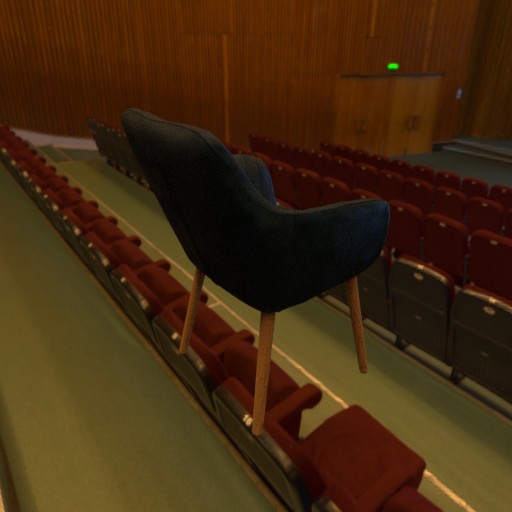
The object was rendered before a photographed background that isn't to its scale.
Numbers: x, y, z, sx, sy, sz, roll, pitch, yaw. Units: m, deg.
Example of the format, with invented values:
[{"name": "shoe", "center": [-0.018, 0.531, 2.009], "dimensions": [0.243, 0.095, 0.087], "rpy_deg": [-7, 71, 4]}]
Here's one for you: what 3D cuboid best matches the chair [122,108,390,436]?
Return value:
[{"name": "chair", "center": [0.000, 0.000, 1.275], "dimensions": [0.573, 0.826, 0.578], "rpy_deg": [-18, 32, -32]}]
